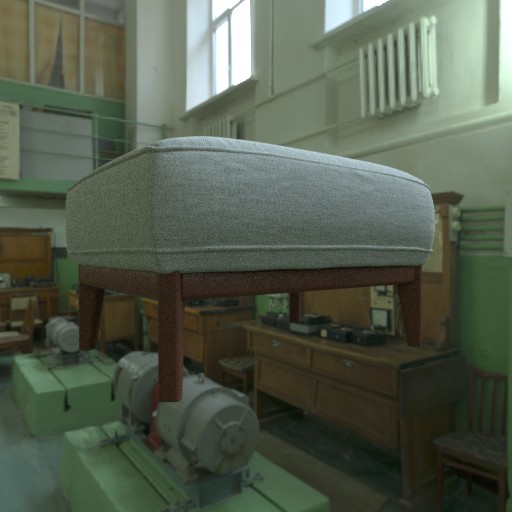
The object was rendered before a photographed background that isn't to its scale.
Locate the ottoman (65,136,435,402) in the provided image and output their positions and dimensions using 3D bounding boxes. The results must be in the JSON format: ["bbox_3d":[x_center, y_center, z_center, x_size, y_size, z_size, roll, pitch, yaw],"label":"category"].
[{"bbox_3d":[0.000,0.000,1.125,0.794,0.465,0.594,-1,1,-37],"label":"ottoman"}]
